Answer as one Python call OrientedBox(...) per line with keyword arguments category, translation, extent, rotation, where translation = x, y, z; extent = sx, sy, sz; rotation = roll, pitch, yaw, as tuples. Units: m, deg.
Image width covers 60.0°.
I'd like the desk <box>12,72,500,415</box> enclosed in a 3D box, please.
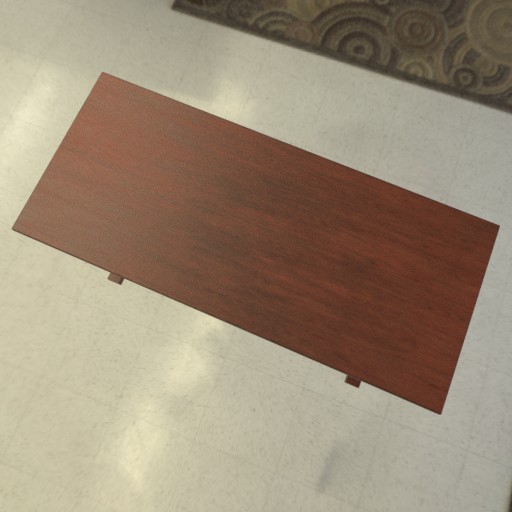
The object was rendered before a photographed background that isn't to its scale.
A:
OrientedBox(category="desk", translation=(0.000, 0.000, 1.724), extent=(1.372, 0.761, 0.600), rotation=(23, 78, 5))
